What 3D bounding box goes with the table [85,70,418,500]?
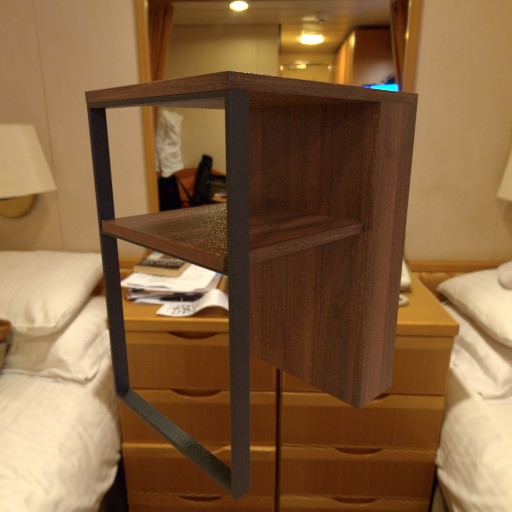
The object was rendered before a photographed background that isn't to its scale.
[{"bbox_3d":[0.000,0.000,1.499,0.786,1.041,0.660,-15,21,-42],"label":"table"}]
